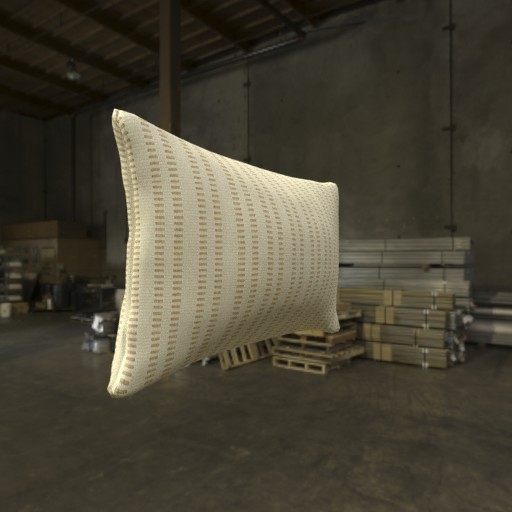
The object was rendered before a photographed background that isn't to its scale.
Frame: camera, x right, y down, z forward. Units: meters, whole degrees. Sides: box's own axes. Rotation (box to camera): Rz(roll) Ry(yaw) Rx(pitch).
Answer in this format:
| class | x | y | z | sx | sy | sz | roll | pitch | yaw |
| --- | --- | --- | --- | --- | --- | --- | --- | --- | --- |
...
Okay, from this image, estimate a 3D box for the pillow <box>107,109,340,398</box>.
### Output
| class | x | y | z | sx | sy | sz | roll | pitch | yaw |
| --- | --- | --- | --- | --- | --- | --- | --- | --- | --- |
| pillow | 0.000 | 0.000 | 0.797 | 0.210 | 0.353 | 0.640 | 0 | -1 | 35 |
